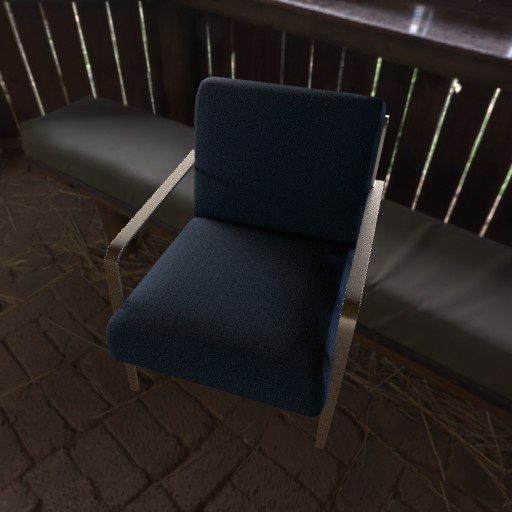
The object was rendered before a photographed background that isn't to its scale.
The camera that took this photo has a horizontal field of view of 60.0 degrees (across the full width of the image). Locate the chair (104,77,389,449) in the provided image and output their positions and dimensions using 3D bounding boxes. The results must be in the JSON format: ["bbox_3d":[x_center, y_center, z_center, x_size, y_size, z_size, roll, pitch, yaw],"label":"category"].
[{"bbox_3d":[0.000,0.000,1.435,0.692,0.831,0.859,12,44,13],"label":"chair"}]
